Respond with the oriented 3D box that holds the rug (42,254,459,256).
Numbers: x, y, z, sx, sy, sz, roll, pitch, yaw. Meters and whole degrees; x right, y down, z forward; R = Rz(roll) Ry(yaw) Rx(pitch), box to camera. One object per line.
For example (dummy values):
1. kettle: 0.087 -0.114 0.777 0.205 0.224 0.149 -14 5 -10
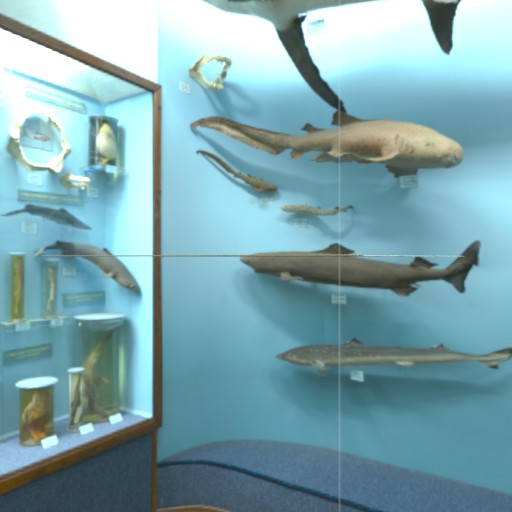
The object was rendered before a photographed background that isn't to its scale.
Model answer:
1. rug: 0.000 0.000 4.140 3.143 0.008 2.451 0 0 36
